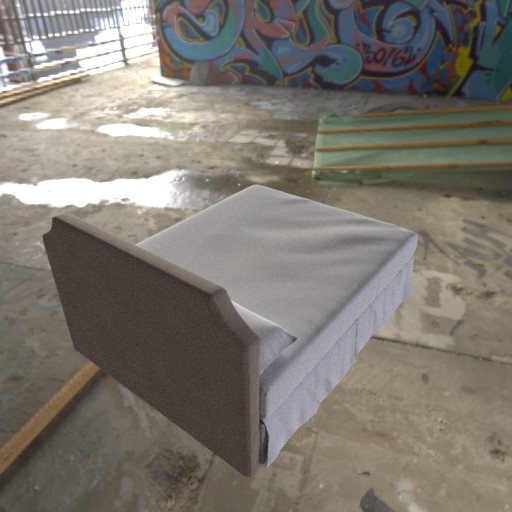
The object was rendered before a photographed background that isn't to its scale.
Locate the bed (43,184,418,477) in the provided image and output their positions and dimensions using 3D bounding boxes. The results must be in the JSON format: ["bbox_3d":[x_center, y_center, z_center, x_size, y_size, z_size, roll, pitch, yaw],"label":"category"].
[{"bbox_3d":[0.000,0.000,3.624,1.977,1.293,2.498,22,38,31],"label":"bed"}]
